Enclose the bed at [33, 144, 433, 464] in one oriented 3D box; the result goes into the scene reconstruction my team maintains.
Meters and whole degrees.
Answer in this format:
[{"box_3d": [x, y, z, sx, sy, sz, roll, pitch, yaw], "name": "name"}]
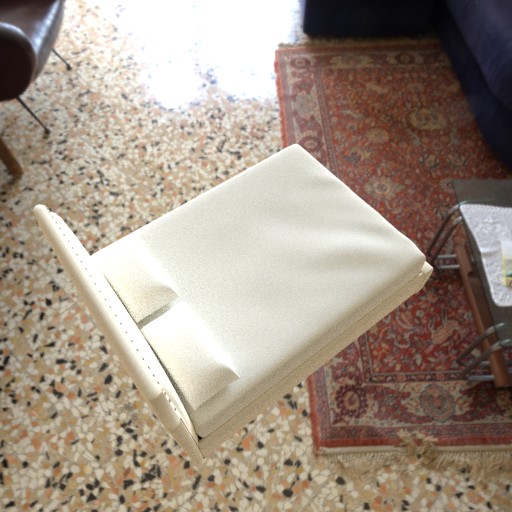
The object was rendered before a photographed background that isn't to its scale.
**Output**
[{"box_3d": [0.000, 0.000, 3.341, 2.365, 1.443, 1.712, -32, 63, -19], "name": "bed"}]
